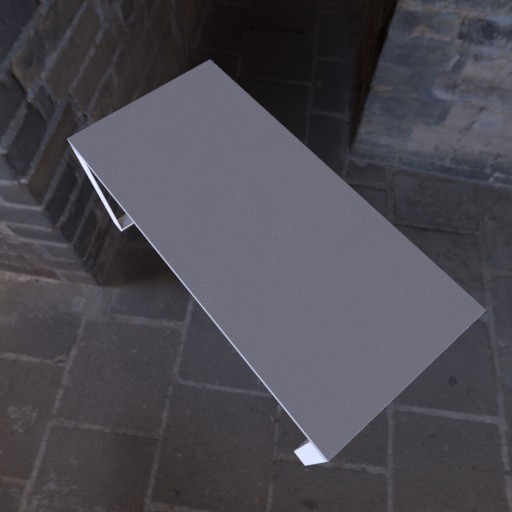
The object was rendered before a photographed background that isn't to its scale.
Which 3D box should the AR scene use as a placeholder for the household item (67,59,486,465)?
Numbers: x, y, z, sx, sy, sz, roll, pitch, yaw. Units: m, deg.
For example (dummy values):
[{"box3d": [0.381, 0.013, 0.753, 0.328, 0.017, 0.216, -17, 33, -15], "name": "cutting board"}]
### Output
[{"box3d": [0.000, 0.000, 2.144, 0.800, 0.745, 1.700, -36, 69, -16], "name": "household item"}]
